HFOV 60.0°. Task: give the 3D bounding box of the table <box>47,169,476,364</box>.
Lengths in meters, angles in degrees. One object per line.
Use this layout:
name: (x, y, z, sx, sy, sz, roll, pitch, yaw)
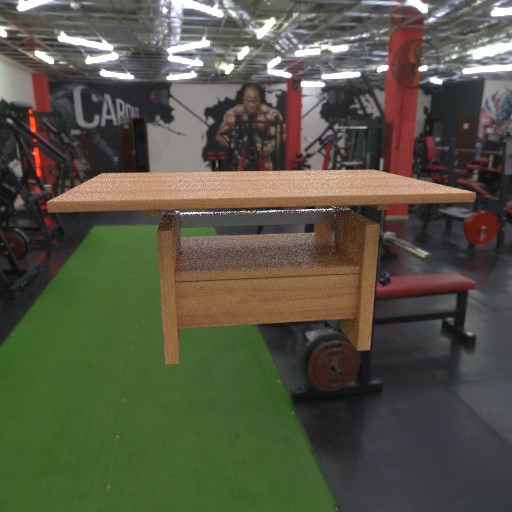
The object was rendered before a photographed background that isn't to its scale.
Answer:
table: (0.000, 0.000, 1.524, 1.100, 0.510, 0.700, -2, 16, -8)
